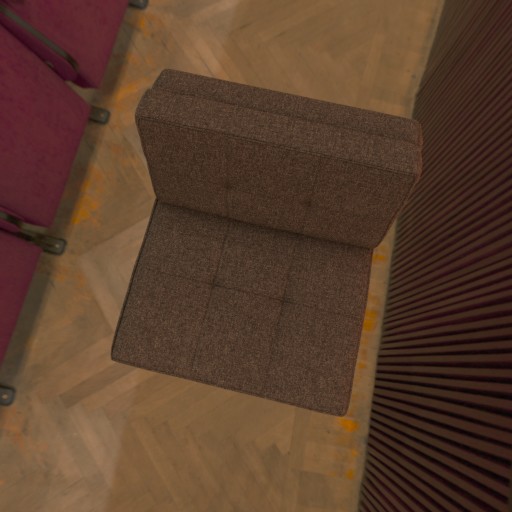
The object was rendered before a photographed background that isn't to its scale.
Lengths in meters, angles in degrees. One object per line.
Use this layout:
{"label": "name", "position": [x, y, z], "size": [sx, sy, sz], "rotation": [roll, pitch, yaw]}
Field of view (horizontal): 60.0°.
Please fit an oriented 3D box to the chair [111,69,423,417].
{"label": "chair", "position": [0.000, 0.000, 1.315], "size": [0.740, 0.615, 0.800], "rotation": [13, 77, 3]}
